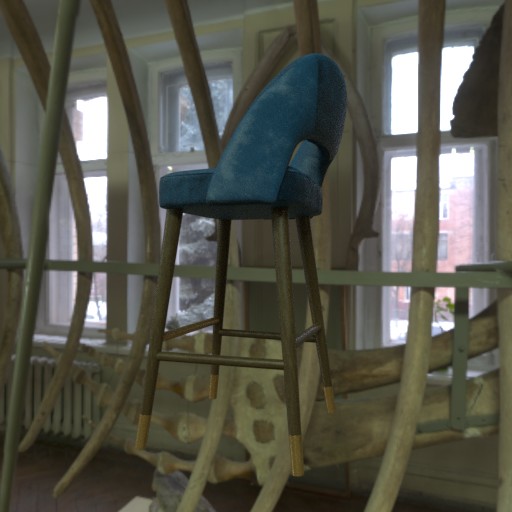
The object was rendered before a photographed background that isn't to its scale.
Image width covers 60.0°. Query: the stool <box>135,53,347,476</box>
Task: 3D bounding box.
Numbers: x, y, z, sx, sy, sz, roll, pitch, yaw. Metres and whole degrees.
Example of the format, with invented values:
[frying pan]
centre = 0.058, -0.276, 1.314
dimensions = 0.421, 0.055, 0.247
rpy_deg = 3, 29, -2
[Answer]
[stool]
centre = 0.000, 0.000, 1.298
dimensions = 0.515, 1.016, 0.514
rpy_deg = 0, 0, 20
